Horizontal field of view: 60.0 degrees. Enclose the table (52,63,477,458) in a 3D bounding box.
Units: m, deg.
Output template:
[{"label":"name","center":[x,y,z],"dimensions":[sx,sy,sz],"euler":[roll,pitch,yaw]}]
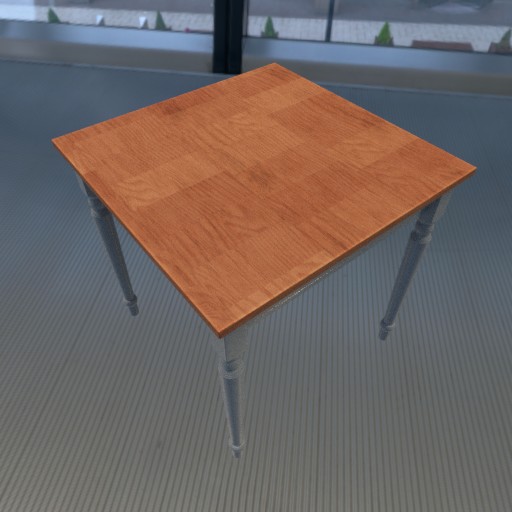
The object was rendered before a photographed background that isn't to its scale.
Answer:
[{"label":"table","center":[0.000,0.000,1.360],"dimensions":[0.747,0.738,0.747],"euler":[-30,53,-25]}]
